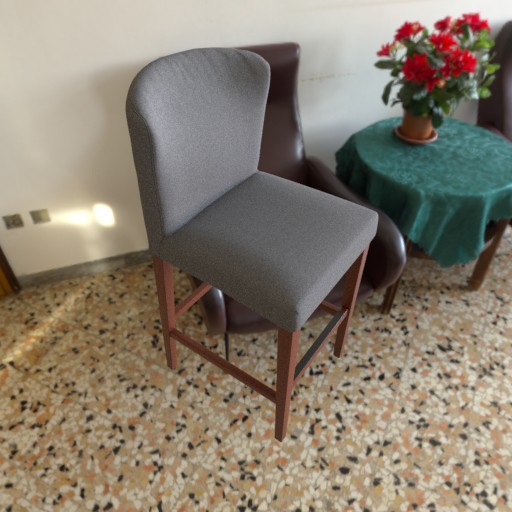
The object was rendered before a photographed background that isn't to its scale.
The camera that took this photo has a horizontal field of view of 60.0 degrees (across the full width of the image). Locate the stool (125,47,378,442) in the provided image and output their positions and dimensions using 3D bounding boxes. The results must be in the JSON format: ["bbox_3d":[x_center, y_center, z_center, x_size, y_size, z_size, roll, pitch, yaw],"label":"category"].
[{"bbox_3d":[0.000,0.000,1.345,0.568,1.069,0.481,26,48,26],"label":"stool"}]
